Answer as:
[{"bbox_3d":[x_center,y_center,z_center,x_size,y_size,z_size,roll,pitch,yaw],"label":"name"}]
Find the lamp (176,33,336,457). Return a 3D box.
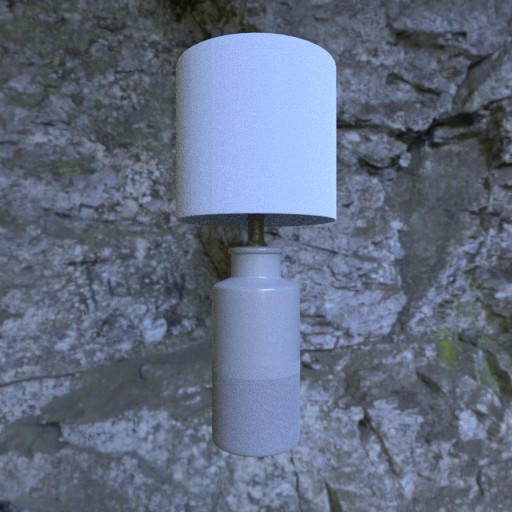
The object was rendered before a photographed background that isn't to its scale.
[{"bbox_3d":[0.000,0.000,0.594,0.212,0.493,0.212,0,0,1],"label":"lamp"}]
